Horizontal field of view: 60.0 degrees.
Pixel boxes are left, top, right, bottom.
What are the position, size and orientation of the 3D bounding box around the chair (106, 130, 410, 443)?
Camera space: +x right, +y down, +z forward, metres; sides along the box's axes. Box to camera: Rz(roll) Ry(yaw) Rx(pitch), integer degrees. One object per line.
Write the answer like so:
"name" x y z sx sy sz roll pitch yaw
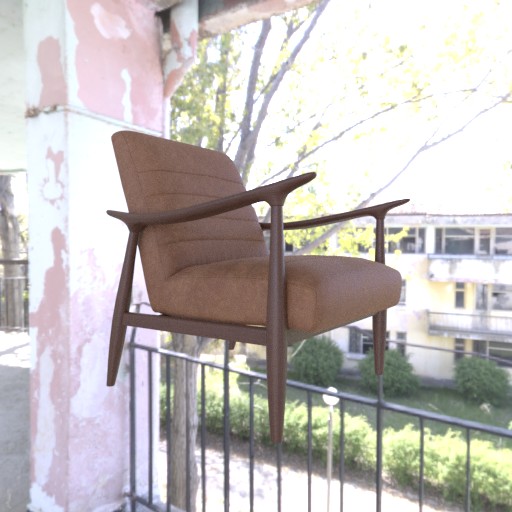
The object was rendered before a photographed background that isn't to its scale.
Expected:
"chair" 0.000 0.000 1.452 0.798 0.832 0.741 1 2 36
